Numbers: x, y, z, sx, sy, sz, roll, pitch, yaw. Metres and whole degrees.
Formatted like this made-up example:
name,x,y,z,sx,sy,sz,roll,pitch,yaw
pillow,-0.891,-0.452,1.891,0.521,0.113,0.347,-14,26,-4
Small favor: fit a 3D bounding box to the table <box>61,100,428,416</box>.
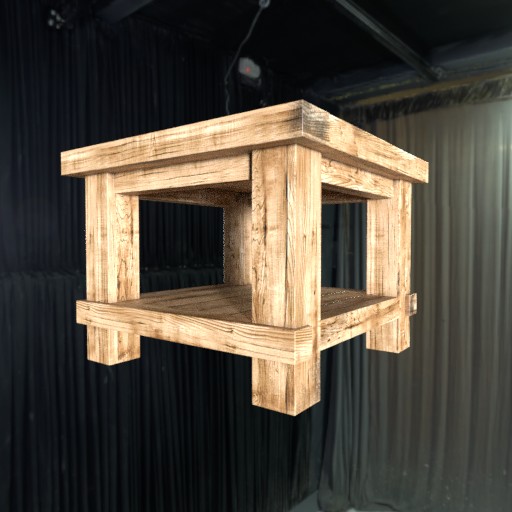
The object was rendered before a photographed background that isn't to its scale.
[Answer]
name,x,y,z,sx,sy,sz,roll,pitch,yaw
table,0.000,0.000,1.039,0.610,0.457,0.610,1,2,36
